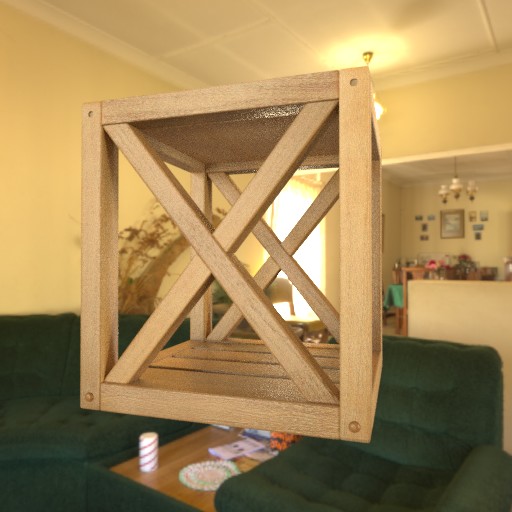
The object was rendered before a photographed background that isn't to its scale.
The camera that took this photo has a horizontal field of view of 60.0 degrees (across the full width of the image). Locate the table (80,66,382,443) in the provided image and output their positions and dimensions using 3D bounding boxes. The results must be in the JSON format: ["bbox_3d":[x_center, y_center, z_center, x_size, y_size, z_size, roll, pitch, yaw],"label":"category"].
[{"bbox_3d":[0.000,0.000,1.056,0.559,0.610,0.558,0,-1,18],"label":"table"}]
